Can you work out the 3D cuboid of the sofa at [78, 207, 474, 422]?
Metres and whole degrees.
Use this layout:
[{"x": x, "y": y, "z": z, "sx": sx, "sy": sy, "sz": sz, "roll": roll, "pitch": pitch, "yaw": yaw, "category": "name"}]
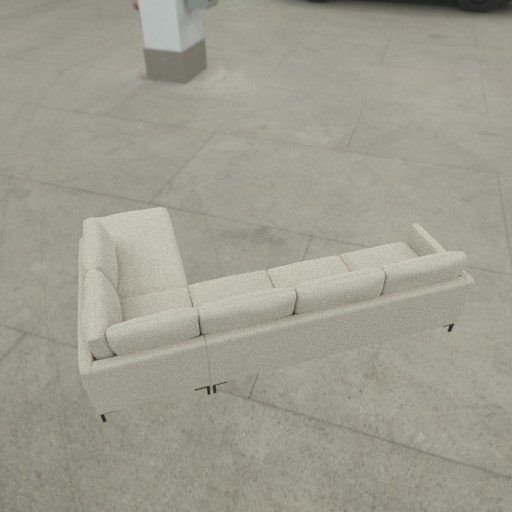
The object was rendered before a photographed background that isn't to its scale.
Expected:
[{"x": 0.000, "y": 0.000, "z": 3.912, "sx": 2.949, "sy": 0.815, "sz": 2.007, "roll": -11, "pitch": 41, "yaw": -13, "category": "sofa"}]
